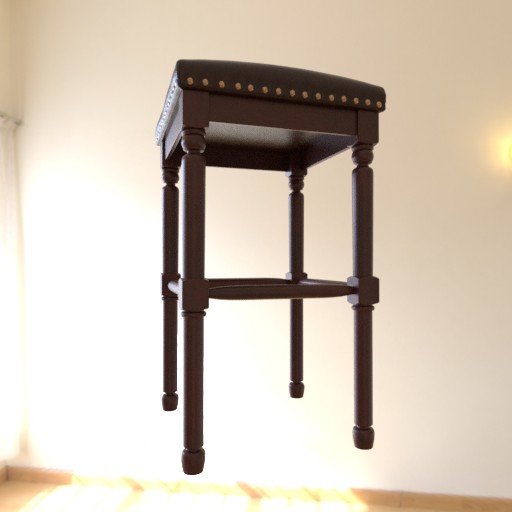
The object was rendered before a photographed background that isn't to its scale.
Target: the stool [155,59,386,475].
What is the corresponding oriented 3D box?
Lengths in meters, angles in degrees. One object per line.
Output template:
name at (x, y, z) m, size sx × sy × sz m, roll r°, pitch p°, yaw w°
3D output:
stool at (0.000, 0.000, 0.921) m, size 0.383 × 0.702 × 0.382 m, roll 0°, pitch -1°, yaw -18°
